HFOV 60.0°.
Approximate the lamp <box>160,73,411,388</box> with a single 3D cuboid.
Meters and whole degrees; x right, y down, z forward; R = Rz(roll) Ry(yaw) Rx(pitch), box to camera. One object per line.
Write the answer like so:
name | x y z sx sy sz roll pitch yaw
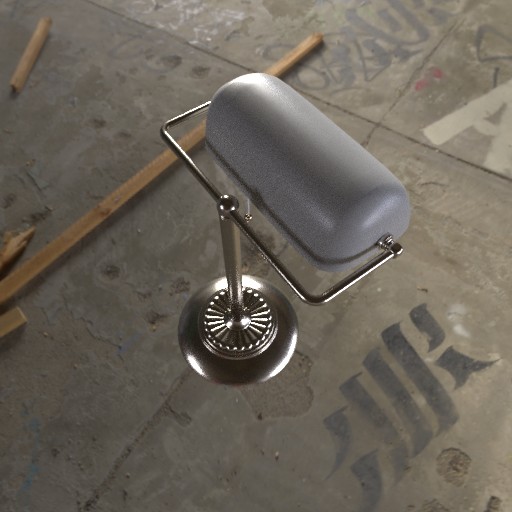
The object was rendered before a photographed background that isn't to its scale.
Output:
lamp | 0.000 0.000 0.521 0.243 0.339 0.264 -32 63 -18
